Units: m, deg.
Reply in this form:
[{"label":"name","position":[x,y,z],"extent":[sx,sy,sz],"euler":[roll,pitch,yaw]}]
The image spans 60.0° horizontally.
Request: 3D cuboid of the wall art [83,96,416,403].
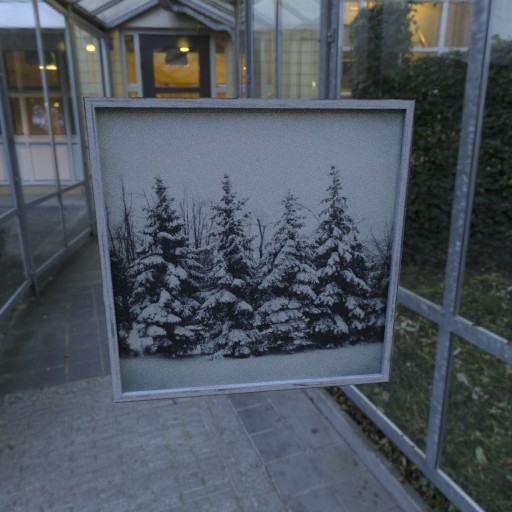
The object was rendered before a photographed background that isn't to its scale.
[{"label":"wall art","position":[0.000,0.000,0.756],"extent":[0.506,0.506,0.038],"euler":[-2,16,-7]}]
